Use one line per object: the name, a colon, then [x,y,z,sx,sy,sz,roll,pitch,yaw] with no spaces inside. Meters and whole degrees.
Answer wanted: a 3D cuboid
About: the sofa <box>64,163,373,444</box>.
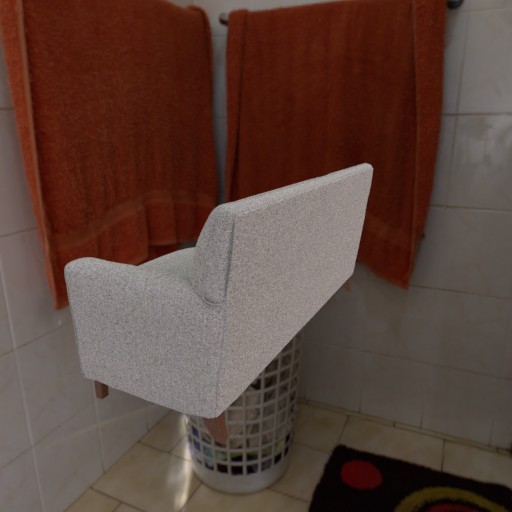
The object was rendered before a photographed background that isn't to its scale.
sofa: [0.000,0.000,2.540,0.854,0.942,2.026,8,18,26]
